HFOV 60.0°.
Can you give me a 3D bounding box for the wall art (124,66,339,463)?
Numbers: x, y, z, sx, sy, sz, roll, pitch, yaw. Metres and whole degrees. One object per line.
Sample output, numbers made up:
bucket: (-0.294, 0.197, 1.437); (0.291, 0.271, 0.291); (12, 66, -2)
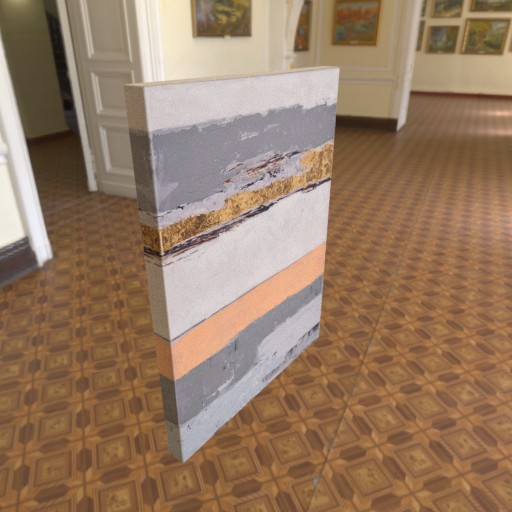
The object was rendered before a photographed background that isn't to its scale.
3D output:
wall art: (0.000, 0.000, 0.798); (0.038, 0.609, 0.456); (19, 32, 33)
